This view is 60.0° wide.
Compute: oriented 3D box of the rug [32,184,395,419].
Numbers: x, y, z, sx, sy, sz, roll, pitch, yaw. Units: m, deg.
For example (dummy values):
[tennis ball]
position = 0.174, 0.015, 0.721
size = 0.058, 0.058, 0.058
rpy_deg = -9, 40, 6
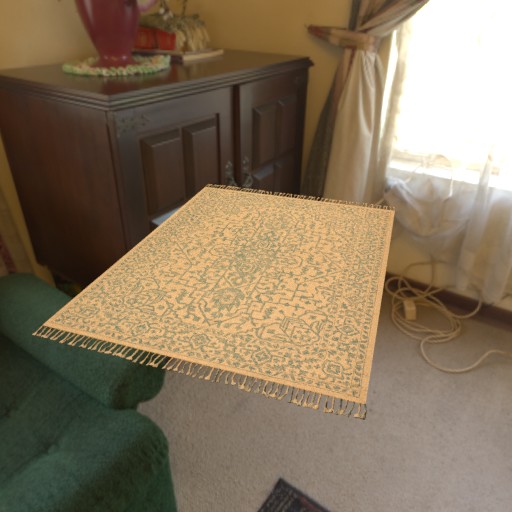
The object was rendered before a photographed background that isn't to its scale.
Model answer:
[rug]
position = 0.000, 0.000, 4.318
size = 2.464, 0.010, 3.327
rpy_deg = 9, 31, 16
